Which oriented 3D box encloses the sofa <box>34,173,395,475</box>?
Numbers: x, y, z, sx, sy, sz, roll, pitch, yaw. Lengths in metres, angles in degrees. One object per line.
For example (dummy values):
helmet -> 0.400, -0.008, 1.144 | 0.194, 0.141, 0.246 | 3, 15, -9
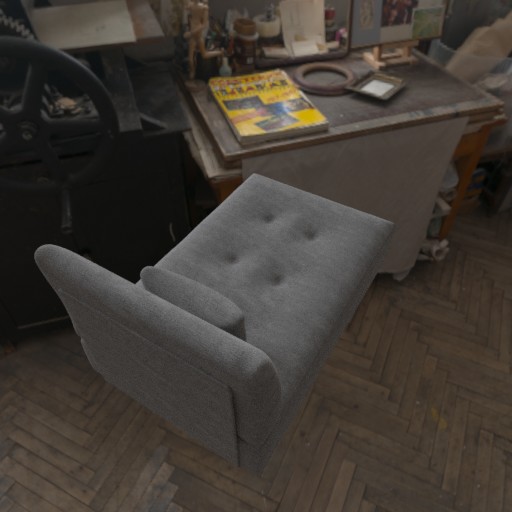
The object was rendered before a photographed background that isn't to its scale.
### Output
sofa -> 0.000, 0.000, 2.023 | 0.930, 0.820, 1.450 | 24, 50, 22
